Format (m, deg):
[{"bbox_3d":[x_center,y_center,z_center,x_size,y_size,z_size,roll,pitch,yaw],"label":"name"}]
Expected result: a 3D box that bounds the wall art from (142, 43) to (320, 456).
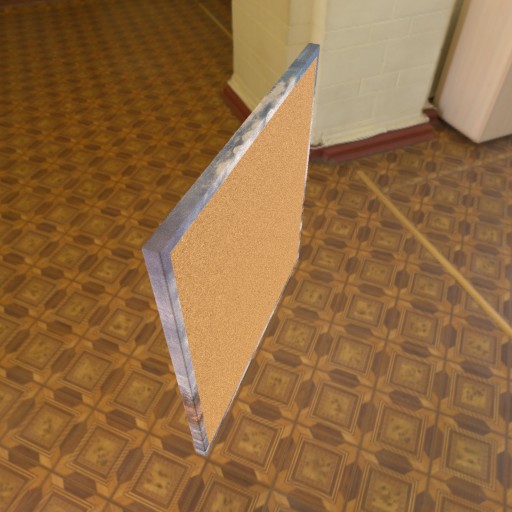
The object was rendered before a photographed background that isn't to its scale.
[{"bbox_3d":[0.000,0.000,1.488,0.040,1.020,1.010,17,49,15],"label":"wall art"}]
